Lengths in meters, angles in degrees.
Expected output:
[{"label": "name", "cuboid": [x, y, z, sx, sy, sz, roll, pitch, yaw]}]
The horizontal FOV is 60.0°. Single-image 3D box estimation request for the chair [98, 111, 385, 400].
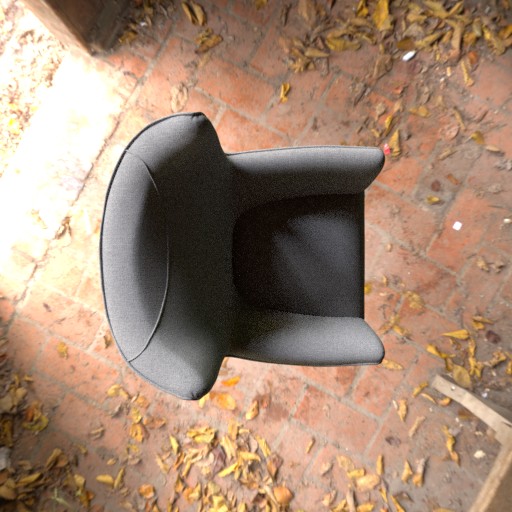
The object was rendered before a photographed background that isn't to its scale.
[{"label": "chair", "cuboid": [0.000, 0.000, 1.642, 0.888, 0.933, 0.781, 0, 90, 0]}]
